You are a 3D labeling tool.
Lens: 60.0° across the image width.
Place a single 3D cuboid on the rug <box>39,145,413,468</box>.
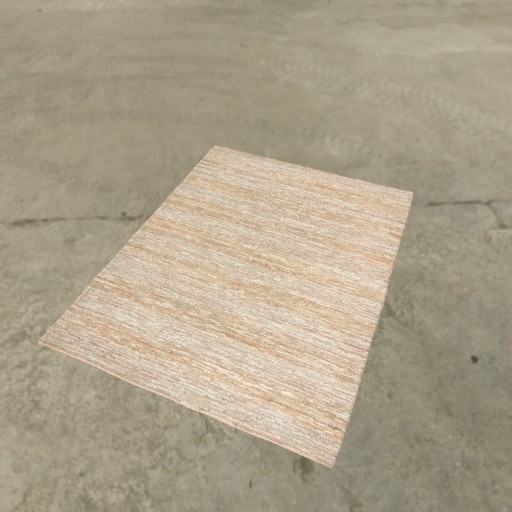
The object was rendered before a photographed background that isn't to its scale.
[{"bbox_3d":[0.000,0.000,3.935,2.313,0.009,2.939,17,49,16],"label":"rug"}]
